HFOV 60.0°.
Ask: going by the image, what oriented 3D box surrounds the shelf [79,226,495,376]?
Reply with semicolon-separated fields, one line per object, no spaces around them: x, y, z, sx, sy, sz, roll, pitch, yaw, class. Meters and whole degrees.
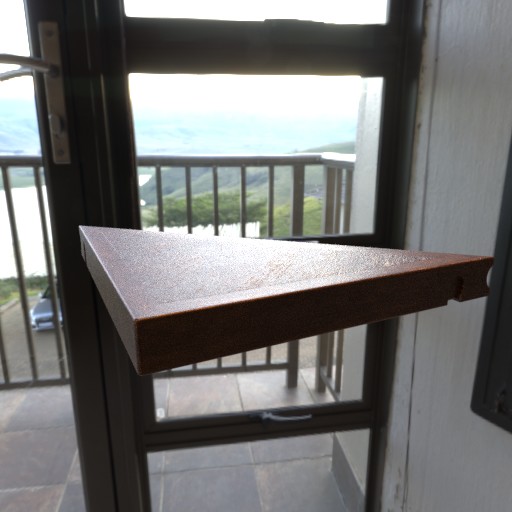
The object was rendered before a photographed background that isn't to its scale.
0.000;0.000;0.437;0.296;0.035;0.296;-7;17;-26;shelf
